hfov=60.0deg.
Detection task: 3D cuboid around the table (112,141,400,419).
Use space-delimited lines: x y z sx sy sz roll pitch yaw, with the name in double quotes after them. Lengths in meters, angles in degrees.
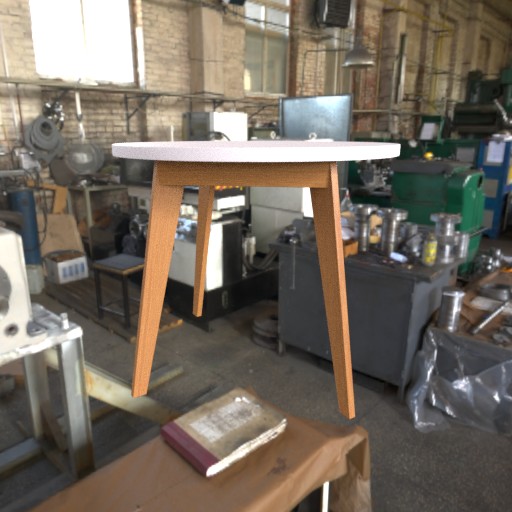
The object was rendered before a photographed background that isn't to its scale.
0.000 0.000 1.544 0.896 0.762 0.896 0 16 0 "table"
